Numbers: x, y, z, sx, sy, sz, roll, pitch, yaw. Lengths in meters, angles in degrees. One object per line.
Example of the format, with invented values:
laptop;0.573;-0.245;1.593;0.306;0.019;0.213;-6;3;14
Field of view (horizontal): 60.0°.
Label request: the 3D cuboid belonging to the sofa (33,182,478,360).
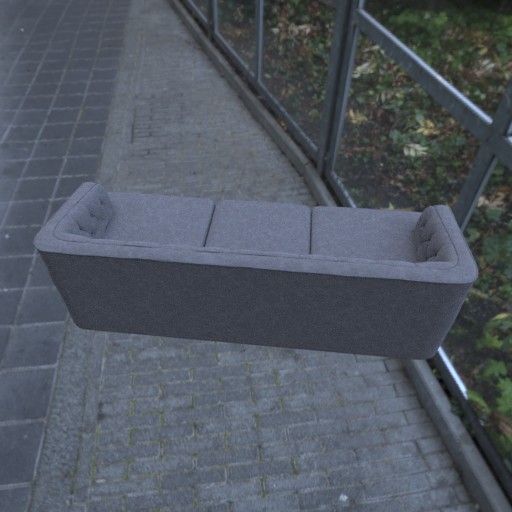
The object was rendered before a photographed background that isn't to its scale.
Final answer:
sofa;0.000;0.000;2.673;2.247;0.806;0.917;4;46;4
